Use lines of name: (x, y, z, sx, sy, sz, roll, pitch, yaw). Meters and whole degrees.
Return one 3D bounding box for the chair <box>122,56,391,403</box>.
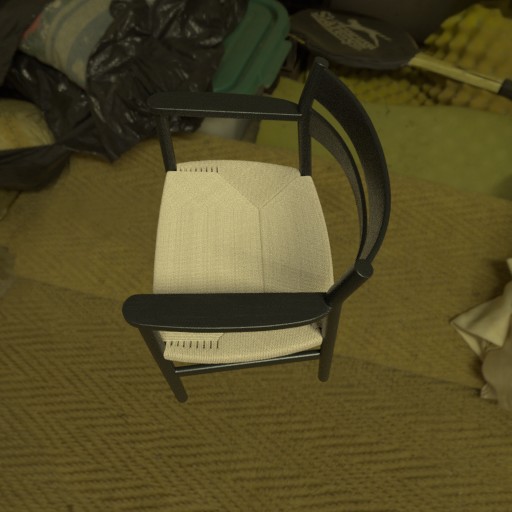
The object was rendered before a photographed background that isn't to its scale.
chair: (0.000, 0.000, 1.170, 0.508, 0.775, 0.630, -2, 58, -1)
